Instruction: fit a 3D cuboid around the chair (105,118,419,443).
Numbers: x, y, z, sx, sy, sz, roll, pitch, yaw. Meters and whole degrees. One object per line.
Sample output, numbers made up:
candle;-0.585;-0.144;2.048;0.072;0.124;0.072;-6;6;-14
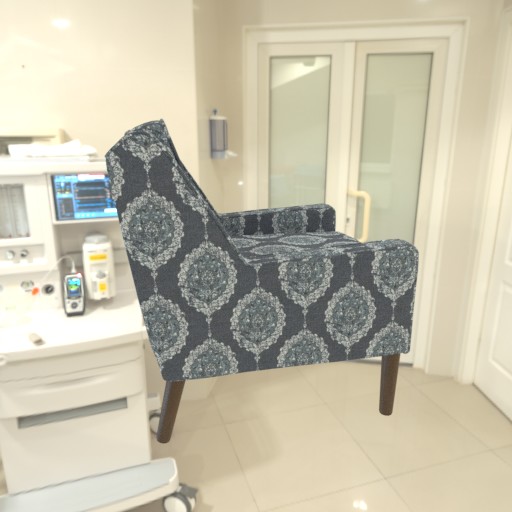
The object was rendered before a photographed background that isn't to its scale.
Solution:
chair;0.000;0.000;1.343;0.743;0.792;0.663;-3;16;-10
